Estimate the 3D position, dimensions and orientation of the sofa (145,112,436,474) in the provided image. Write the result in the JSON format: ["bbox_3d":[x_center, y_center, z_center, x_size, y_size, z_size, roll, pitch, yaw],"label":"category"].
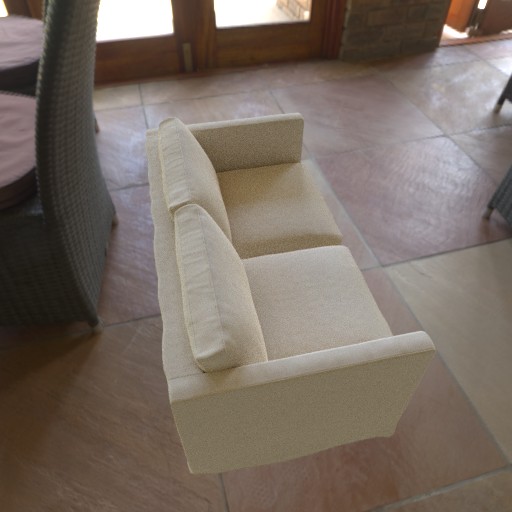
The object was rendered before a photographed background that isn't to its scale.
[{"bbox_3d":[0.000,0.000,2.261,0.962,0.834,1.746,-9,47,-9],"label":"sofa"}]
